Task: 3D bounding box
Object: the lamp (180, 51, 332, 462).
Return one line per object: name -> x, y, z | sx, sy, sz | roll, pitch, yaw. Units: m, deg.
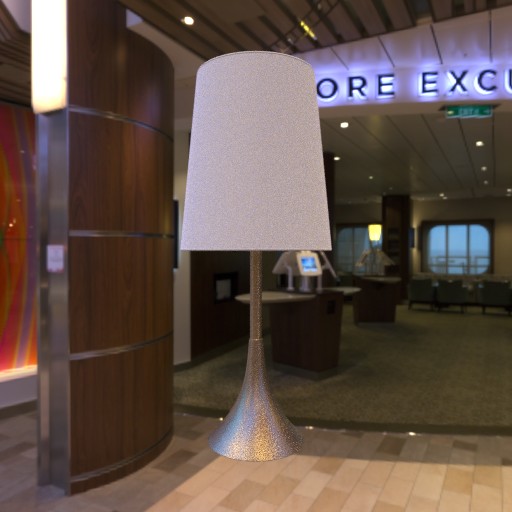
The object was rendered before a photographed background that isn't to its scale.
lamp -> 0.000, 0.000, 0.686 | 0.231, 0.569, 0.231 | 0, 1, 0
